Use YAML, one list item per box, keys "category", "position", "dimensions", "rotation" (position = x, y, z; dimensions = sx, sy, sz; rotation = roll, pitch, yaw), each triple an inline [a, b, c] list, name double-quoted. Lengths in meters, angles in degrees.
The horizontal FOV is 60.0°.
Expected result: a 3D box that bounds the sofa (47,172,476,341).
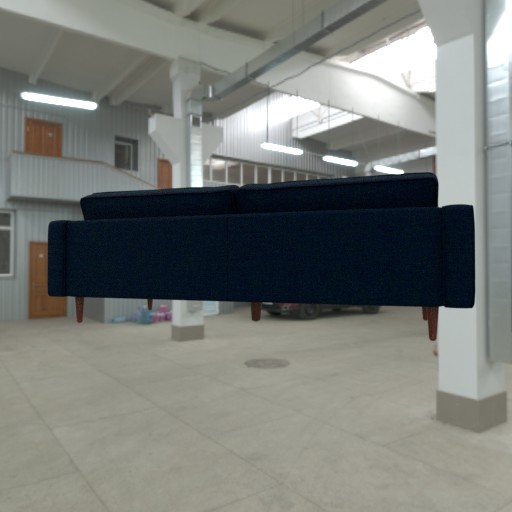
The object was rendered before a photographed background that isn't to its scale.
- category: "sofa"
  position: [0.000, 0.000, 2.590]
  dimensions: [2.210, 0.762, 0.914]
  rotation: [0, -1, 19]
